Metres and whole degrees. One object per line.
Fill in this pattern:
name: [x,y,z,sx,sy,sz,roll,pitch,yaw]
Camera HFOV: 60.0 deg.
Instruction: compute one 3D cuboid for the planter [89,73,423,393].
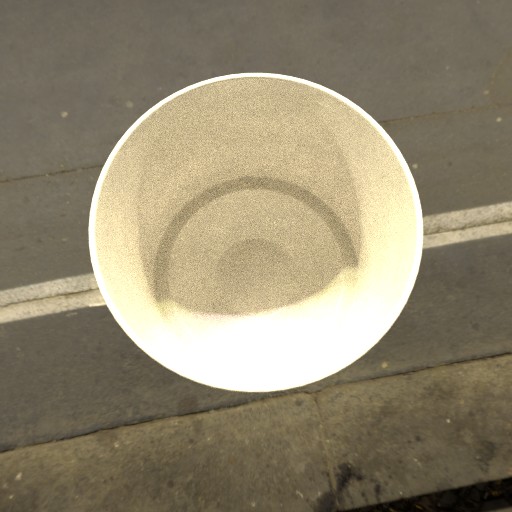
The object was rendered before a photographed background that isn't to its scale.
planter: [0.000,0.000,0.447,0.250,0.239,0.250,0,76,0]
